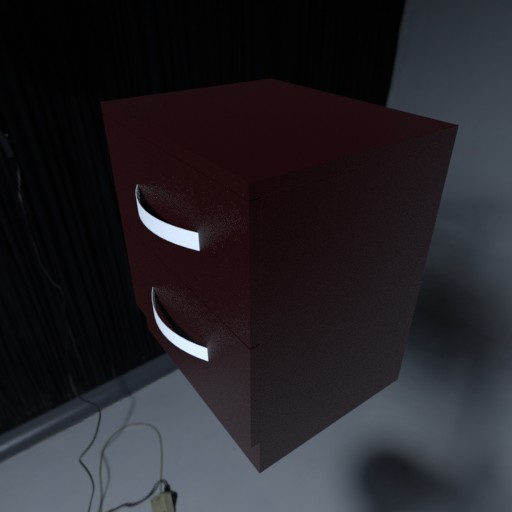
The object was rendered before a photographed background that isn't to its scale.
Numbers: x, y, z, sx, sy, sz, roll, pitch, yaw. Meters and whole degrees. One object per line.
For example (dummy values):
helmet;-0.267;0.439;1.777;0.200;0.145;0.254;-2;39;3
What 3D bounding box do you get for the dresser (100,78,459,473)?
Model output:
dresser;0.000;0.000;0.747;0.360;0.470;0.400;-21;37;-30
